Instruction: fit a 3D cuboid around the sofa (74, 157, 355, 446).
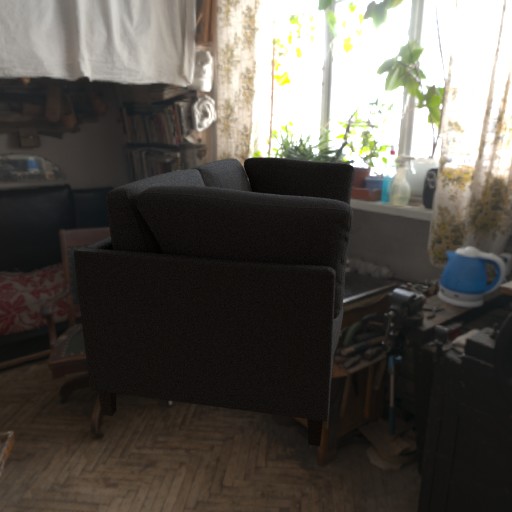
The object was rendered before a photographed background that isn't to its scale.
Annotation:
[{"bbox_3d":[0.000,0.000,2.337,0.969,0.920,1.751,3,17,12],"label":"sofa"}]
